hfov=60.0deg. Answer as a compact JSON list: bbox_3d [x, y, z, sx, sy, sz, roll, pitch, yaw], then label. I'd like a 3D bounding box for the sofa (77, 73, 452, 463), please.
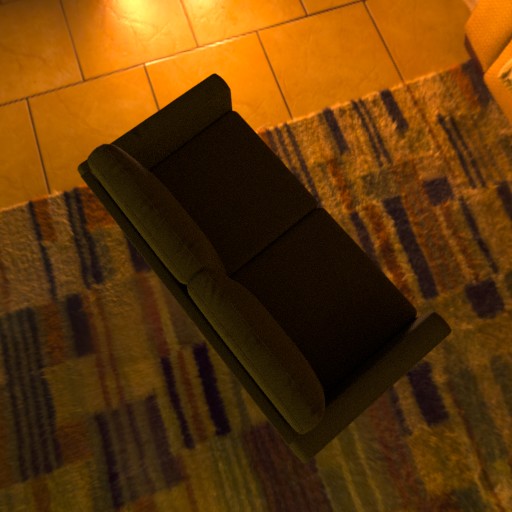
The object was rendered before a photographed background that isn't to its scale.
[{"bbox_3d":[0.000,0.000,2.268,0.889,0.897,1.730,-38,78,-9],"label":"sofa"}]
